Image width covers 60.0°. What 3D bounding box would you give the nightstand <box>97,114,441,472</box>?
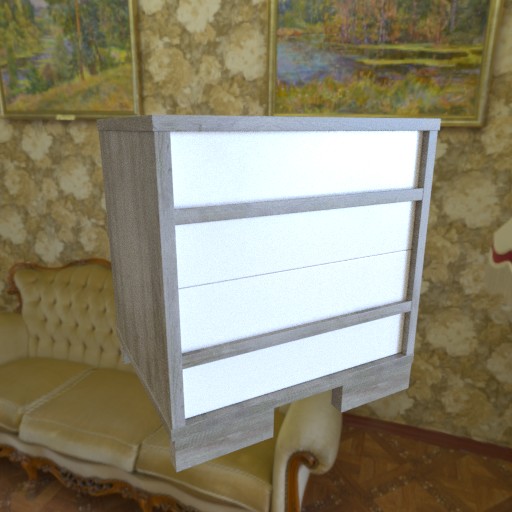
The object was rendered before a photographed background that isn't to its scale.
[{"bbox_3d":[0.000,0.000,0.759,0.427,0.448,0.347,-8,18,-27],"label":"nightstand"}]
